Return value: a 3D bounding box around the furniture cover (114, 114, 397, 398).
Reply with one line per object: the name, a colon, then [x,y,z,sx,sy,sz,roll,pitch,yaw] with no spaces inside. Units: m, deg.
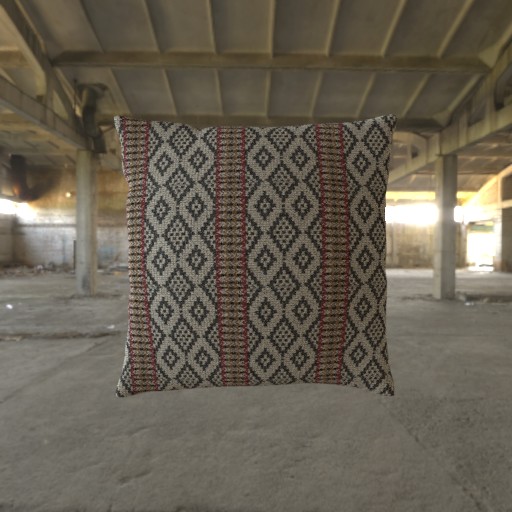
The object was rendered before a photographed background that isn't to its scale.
furniture cover: [0.000,0.000,0.797,0.503,0.506,0.182,0,1,-1]
